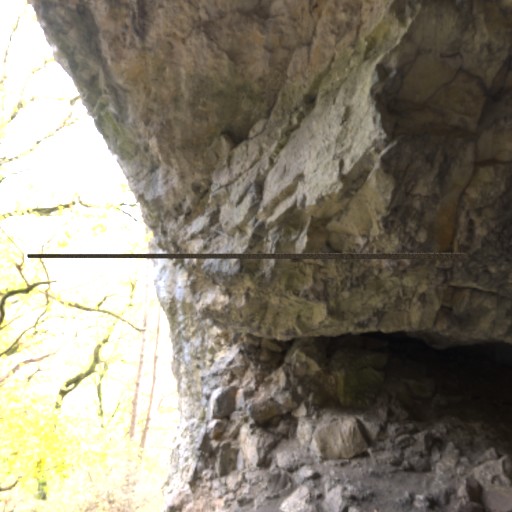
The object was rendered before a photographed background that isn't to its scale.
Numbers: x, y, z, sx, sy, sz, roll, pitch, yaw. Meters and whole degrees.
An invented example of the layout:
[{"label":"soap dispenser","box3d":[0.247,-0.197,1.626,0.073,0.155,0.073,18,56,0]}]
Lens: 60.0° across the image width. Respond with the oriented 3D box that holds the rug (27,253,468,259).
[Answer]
[{"label":"rug","box3d":[0.000,0.000,2.939,2.349,0.026,1.500,0,0,17]}]
